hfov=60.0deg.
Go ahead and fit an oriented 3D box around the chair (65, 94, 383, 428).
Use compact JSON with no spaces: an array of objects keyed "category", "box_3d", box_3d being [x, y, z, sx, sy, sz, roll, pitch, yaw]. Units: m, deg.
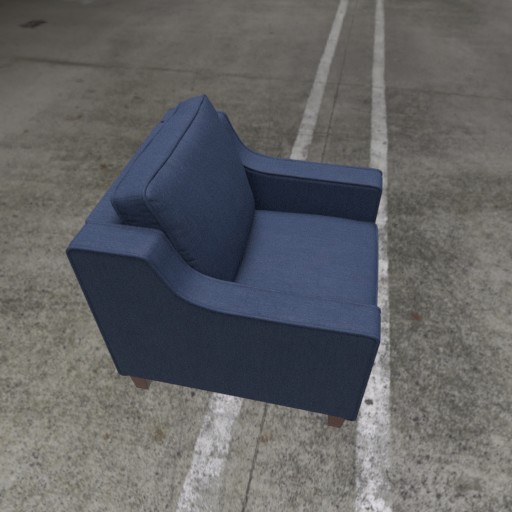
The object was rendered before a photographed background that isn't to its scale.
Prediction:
[{"category":"chair","box_3d":[0.000,0.000,1.672,0.909,0.960,0.831,8,46,8]}]
